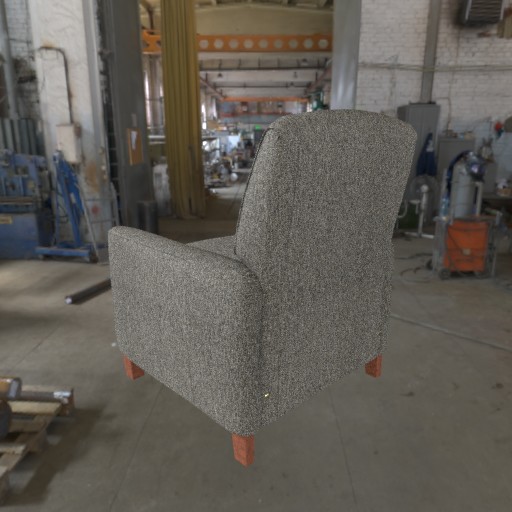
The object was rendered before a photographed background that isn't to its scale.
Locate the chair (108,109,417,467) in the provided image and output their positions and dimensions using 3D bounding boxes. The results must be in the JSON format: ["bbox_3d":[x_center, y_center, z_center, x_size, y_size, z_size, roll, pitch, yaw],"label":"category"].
[{"bbox_3d":[0.000,0.000,1.661,0.848,1.014,0.864,-14,21,-42],"label":"chair"}]
